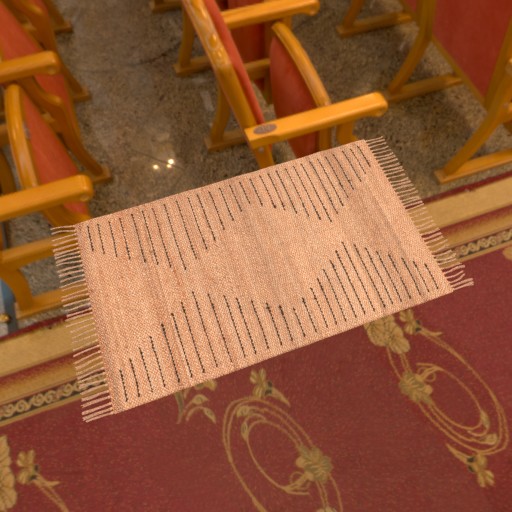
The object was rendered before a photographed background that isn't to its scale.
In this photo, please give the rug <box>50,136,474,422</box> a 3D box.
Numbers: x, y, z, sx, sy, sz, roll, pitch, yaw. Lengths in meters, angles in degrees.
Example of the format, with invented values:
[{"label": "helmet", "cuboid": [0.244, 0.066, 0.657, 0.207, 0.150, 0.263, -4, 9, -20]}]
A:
[{"label": "rug", "cuboid": [0.000, 0.000, 1.989, 1.718, 0.017, 0.905, -18, 66, -8]}]
